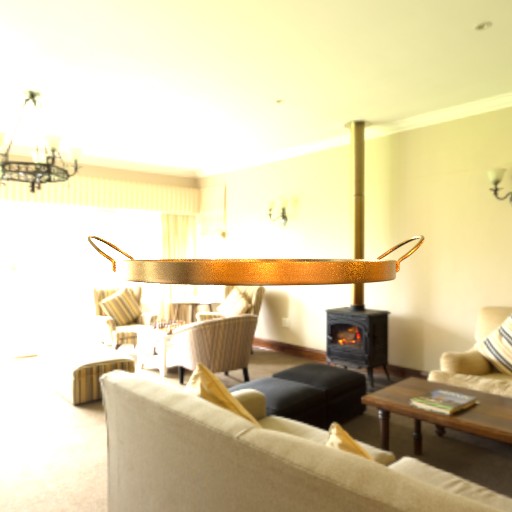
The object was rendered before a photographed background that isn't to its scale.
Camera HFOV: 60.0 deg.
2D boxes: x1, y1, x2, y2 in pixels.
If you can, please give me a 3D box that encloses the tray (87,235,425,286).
[{"bbox_3d":[0.000,0.000,0.726,0.543,0.069,0.438,0,0,0],"label":"tray"}]
